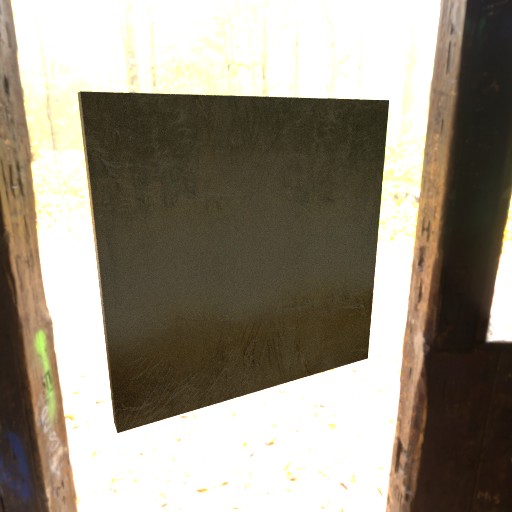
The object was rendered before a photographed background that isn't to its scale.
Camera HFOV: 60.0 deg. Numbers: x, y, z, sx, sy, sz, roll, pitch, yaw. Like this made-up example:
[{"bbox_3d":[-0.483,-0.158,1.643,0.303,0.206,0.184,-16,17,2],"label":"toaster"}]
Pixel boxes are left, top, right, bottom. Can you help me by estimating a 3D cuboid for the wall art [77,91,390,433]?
[{"bbox_3d":[0.000,0.000,0.900,0.610,0.610,0.038,-8,19,-26],"label":"wall art"}]
